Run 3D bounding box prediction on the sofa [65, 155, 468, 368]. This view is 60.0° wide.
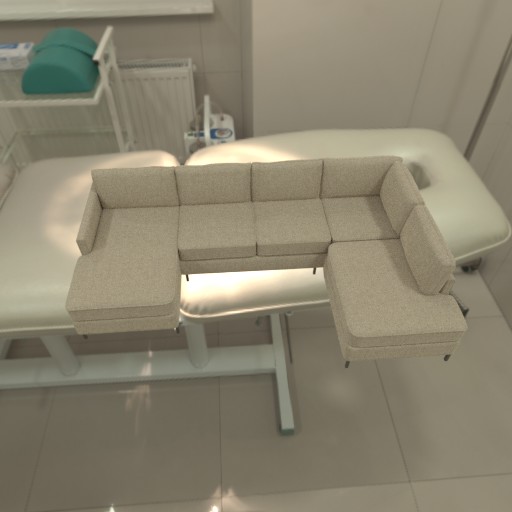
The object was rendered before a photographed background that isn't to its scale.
[{"bbox_3d":[0.000,0.000,4.301,3.423,0.996,2.021,-3,47,-3],"label":"sofa"}]
